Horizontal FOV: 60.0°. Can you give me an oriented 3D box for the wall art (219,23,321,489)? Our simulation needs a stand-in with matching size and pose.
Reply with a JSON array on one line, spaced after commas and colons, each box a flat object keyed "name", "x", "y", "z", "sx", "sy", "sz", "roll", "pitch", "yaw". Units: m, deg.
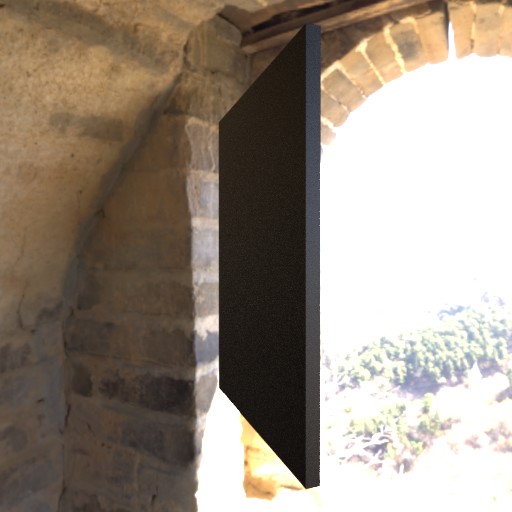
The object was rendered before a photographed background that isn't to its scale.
[{"name": "wall art", "x": 0.000, "y": 0.000, "z": 1.396, "sx": 0.038, "sy": 1.062, "sz": 0.806, "roll": 0, "pitch": 0, "yaw": -19}]
